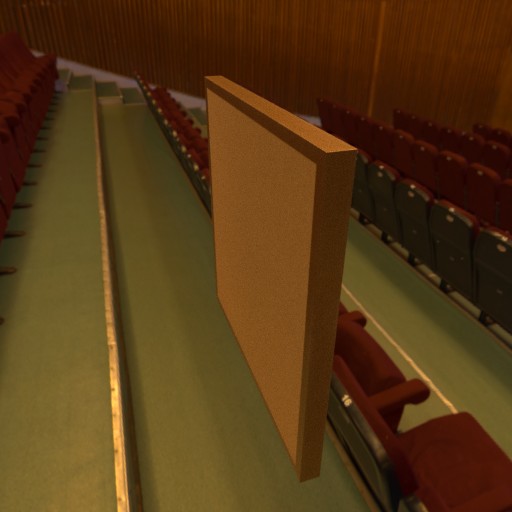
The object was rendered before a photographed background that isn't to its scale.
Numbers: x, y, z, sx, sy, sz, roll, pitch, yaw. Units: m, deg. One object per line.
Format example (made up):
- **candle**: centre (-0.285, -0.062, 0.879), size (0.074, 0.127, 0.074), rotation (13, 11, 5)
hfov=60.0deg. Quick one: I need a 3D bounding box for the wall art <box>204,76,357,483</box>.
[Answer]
- **wall art**: centre (0.000, 0.000, 0.757), size (0.033, 0.509, 0.510), rotation (-10, 31, -16)
